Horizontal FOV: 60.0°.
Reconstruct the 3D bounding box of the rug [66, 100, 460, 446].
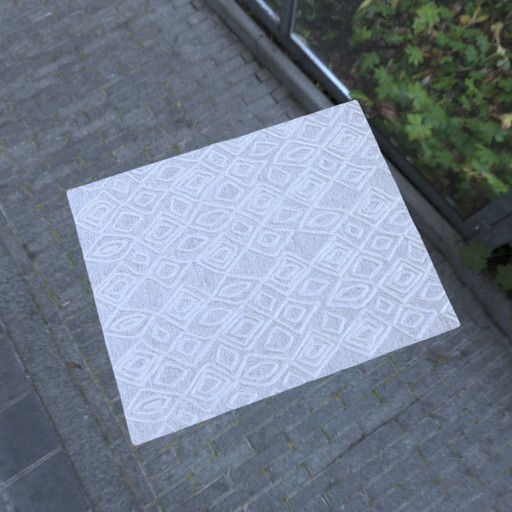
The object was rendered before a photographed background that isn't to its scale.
[{"bbox_3d":[0.000,0.000,4.129,3.049,0.025,2.449,-19,76,-5],"label":"rug"}]
